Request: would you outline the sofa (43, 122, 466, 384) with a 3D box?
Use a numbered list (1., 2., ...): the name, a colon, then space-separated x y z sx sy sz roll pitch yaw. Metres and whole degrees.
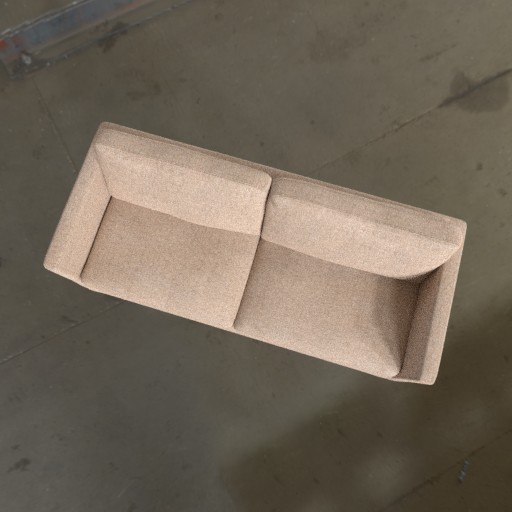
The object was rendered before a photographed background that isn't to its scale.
1. sofa: 0.000 0.000 2.701 2.208 0.965 0.951 16 78 4
